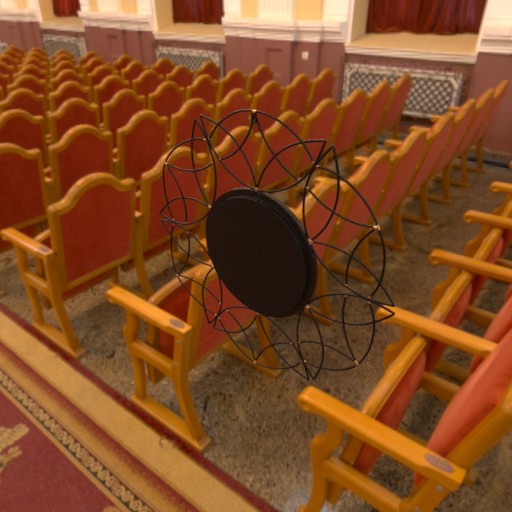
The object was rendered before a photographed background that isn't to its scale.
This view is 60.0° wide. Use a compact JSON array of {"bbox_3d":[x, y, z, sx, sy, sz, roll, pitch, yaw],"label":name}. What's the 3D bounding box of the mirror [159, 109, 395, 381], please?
[{"bbox_3d":[0.000,0.000,1.206,0.797,0.775,0.028,22,37,33],"label":"mirror"}]
